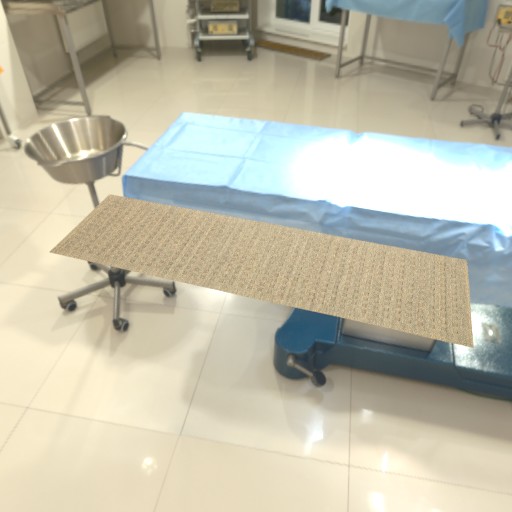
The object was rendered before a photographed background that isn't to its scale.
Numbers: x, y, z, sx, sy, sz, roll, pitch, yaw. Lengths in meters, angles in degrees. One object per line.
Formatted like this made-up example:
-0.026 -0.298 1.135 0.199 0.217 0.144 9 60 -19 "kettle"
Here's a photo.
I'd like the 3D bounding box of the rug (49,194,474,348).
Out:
0.000 0.000 2.686 2.437 0.005 0.688 11 42 13 "rug"
